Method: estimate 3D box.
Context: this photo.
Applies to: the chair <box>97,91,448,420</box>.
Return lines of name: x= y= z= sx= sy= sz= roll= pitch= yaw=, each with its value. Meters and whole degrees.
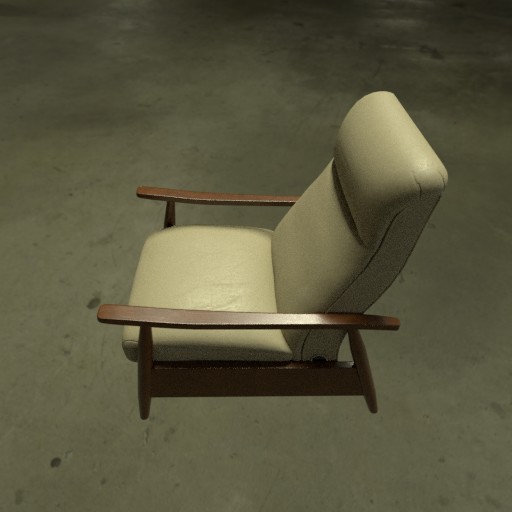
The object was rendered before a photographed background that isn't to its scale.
chair: x=0.000 y=0.000 z=1.718 sx=1.014 sy=1.082 sz=0.762 roll=-1 pitch=41 yaw=-1
